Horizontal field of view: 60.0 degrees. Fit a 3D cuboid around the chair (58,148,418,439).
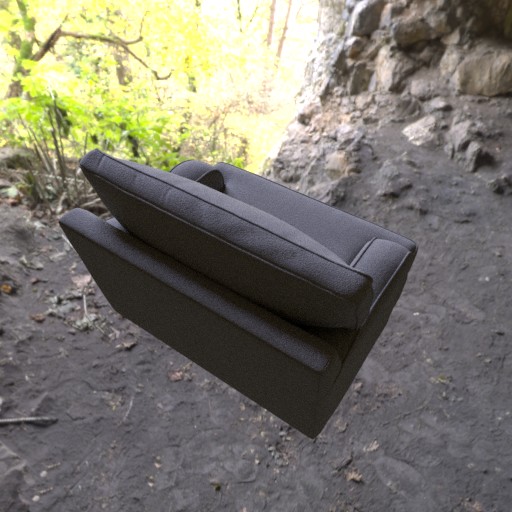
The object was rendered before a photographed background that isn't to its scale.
[{"bbox_3d":[0.000,0.000,2.016,1.220,1.016,1.040,27,52,23],"label":"chair"}]
